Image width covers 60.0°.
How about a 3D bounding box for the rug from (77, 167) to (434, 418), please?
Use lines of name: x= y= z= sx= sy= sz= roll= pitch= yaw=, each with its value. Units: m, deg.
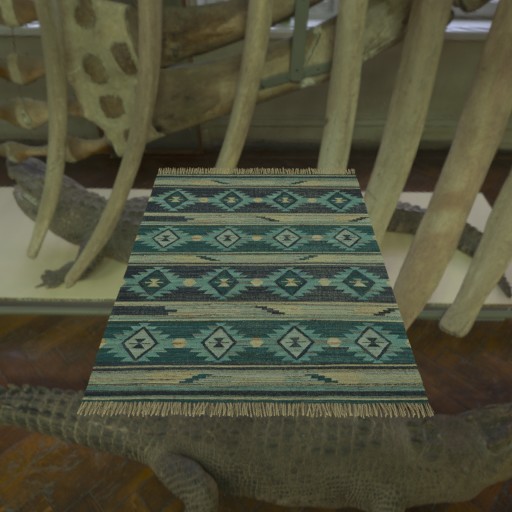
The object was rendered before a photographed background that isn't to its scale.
rug: x=0.000 y=0.000 z=4.220 sx=2.418 sy=0.047 sz=3.307 roll=0 pitch=41 yaw=0
